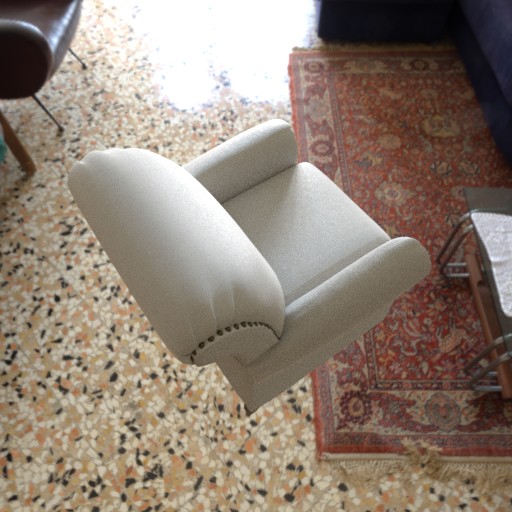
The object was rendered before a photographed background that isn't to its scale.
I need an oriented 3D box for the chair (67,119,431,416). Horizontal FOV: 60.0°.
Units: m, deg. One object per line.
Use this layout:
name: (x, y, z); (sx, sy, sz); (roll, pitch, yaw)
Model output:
chair: (0.000, 0.000, 1.562); (0.890, 0.927, 0.854); (-30, 62, -18)
